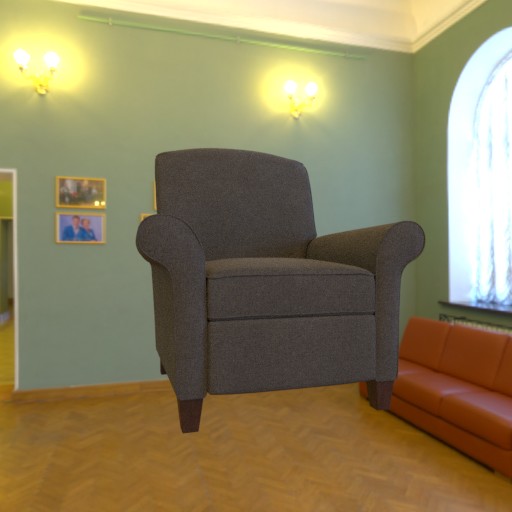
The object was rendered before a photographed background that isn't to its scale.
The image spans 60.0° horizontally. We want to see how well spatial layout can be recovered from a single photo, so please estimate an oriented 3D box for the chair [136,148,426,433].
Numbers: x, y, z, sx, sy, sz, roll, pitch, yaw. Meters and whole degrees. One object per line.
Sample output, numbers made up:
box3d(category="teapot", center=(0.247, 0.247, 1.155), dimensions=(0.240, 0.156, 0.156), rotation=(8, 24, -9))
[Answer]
box3d(category="chair", center=(0.000, 0.000, 1.817), dimensions=(0.978, 1.061, 0.905), rotation=(0, 0, -17))
